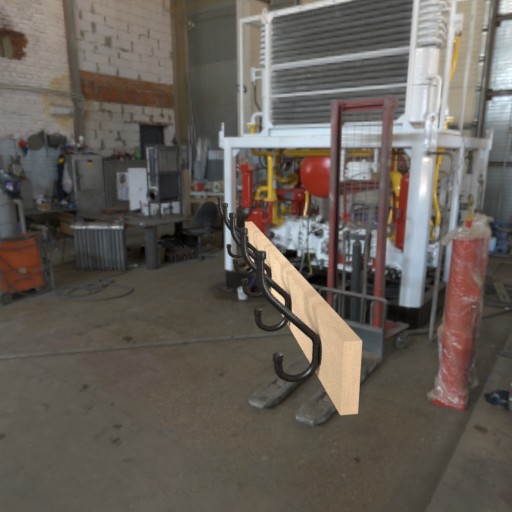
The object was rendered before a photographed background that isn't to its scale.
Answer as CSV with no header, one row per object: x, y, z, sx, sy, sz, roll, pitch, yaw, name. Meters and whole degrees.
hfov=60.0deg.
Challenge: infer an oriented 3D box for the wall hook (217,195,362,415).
0.000,0.000,0.592,0.071,0.117,0.571,-2,13,-8,wall hook
